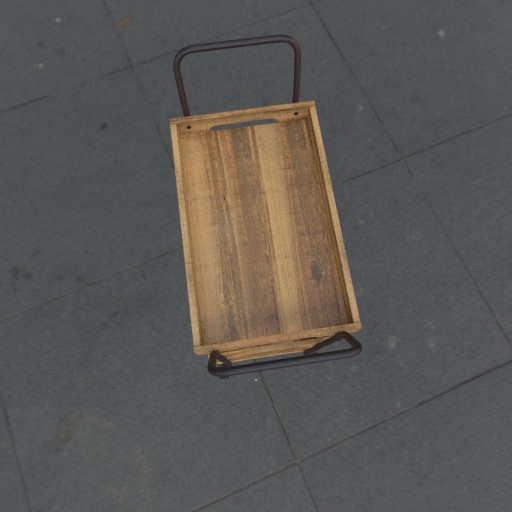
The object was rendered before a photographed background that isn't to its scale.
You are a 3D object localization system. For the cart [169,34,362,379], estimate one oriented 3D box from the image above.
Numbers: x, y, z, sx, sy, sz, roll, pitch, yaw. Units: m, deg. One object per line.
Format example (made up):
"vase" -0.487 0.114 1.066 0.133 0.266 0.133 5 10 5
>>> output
"cart" 0.000 0.000 1.136 0.339 0.857 0.583 -8 75 -2
